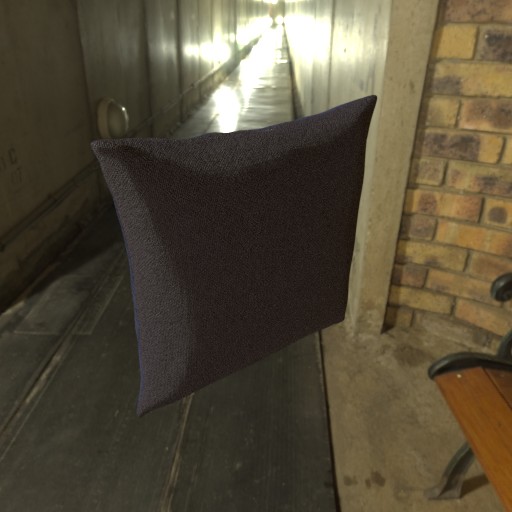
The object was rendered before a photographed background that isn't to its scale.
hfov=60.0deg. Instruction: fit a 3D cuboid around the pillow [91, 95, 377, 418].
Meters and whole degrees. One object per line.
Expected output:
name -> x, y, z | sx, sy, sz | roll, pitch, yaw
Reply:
pillow -> 0.000, 0.000, 0.694 | 0.452, 0.439, 0.204 | -19, 35, -29
